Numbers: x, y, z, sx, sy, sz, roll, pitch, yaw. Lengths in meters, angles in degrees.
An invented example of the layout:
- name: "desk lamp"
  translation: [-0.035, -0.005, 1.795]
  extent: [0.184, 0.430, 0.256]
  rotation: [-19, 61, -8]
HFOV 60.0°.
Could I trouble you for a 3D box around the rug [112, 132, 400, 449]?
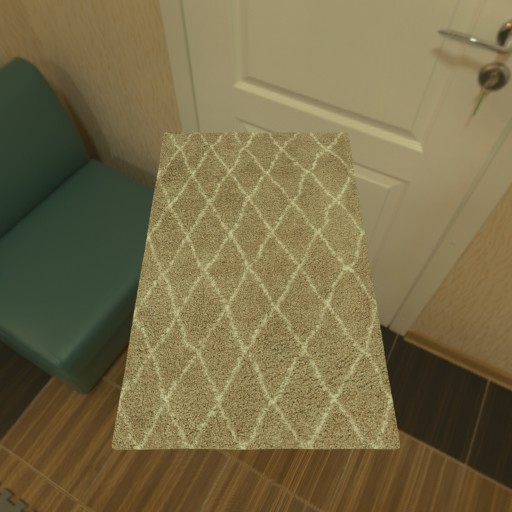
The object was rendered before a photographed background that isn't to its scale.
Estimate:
- name: "rug"
  translation: [0.000, 0.000, 3.004]
  extent: [1.524, 0.030, 2.438]
  rotation: [0, 57, 0]
